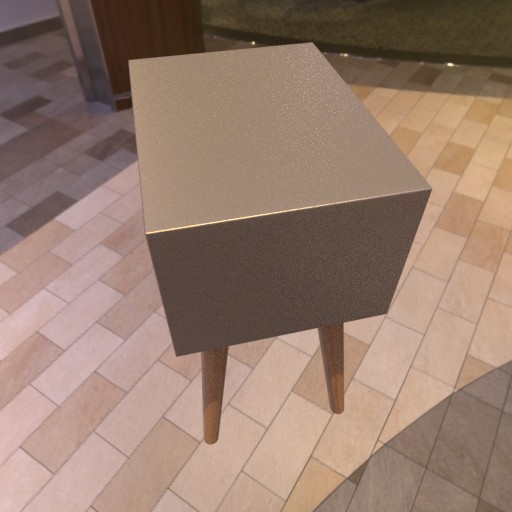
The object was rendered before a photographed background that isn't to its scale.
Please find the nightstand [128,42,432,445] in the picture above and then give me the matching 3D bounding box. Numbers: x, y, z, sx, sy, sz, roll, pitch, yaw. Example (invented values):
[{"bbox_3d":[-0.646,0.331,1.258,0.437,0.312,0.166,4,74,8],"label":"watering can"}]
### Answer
[{"bbox_3d":[0.000,0.000,0.718,0.288,0.508,0.370,-10,47,-9],"label":"nightstand"}]
